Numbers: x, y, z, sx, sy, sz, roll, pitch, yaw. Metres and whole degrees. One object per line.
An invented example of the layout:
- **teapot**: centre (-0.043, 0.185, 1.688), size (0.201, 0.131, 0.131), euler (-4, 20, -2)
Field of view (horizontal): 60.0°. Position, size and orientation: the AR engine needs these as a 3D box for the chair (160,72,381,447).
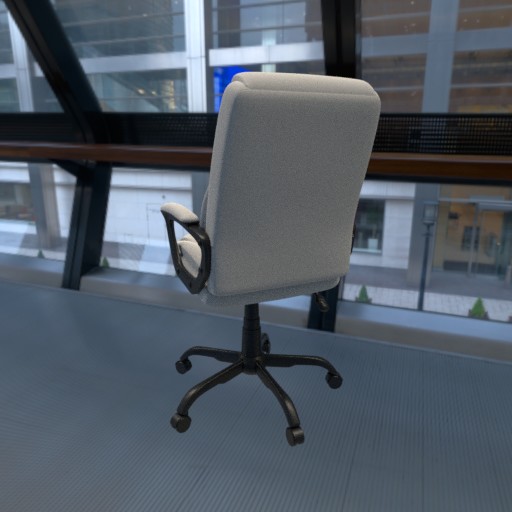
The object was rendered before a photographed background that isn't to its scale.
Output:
- **chair**: centre (0.000, 0.000, 1.474), size (0.663, 1.065, 0.669), euler (-7, 16, -25)
